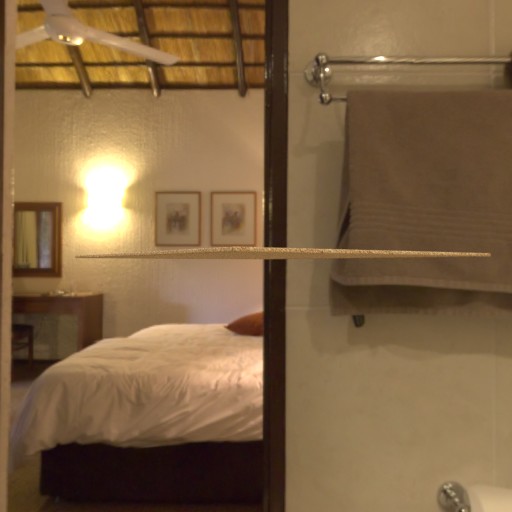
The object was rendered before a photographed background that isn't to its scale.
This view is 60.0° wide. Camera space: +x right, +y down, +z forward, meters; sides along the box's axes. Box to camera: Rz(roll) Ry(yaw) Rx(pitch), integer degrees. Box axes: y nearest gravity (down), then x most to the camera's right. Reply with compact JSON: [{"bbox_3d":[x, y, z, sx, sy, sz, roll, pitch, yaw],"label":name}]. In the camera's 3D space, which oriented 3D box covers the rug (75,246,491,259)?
[{"bbox_3d":[0.000,0.000,4.010,2.400,0.026,3.000,1,-1,-36],"label":"rug"}]
